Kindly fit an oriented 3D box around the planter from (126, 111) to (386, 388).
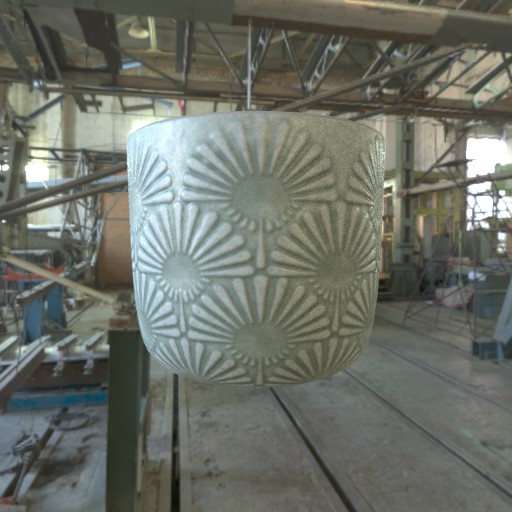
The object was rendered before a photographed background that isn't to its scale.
[{"bbox_3d":[0.000,0.000,0.222,0.124,0.109,0.124,0,2,0],"label":"planter"}]
